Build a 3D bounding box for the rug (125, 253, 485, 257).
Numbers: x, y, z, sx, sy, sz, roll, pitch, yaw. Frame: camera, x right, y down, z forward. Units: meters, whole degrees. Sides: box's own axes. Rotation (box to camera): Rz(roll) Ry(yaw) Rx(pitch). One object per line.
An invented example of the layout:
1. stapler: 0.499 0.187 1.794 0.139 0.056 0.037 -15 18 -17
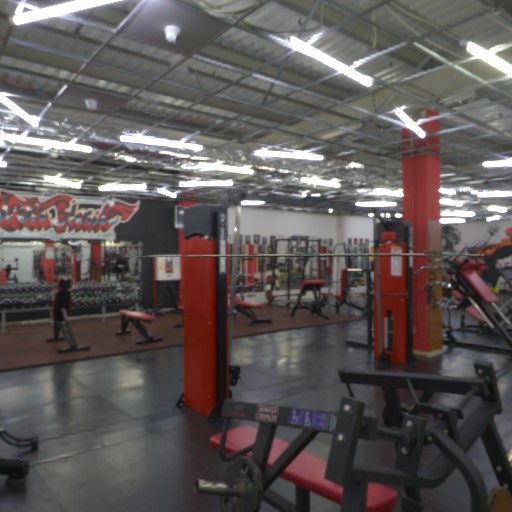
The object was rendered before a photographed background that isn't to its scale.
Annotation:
1. rug: 0.000 0.000 2.727 0.774 0.008 2.437 0 0 -36
